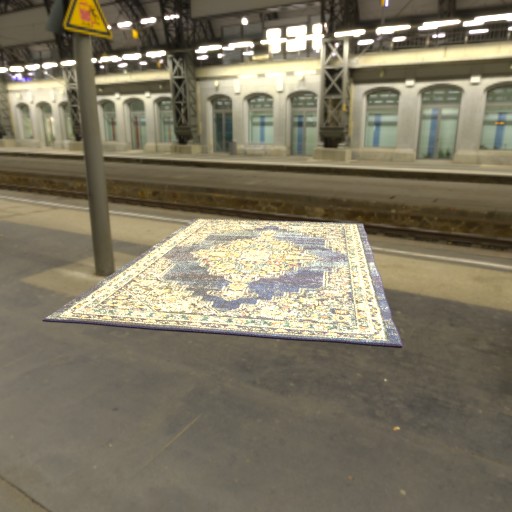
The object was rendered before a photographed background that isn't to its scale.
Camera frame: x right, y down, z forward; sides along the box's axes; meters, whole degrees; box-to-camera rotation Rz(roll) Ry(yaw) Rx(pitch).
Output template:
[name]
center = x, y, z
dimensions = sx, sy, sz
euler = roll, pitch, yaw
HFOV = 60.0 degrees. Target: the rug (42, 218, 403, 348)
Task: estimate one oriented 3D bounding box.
[rug]
center = 0.000, 0.000, 2.250
dimensions = 1.184, 0.012, 1.781
euler = 3, 16, 9
